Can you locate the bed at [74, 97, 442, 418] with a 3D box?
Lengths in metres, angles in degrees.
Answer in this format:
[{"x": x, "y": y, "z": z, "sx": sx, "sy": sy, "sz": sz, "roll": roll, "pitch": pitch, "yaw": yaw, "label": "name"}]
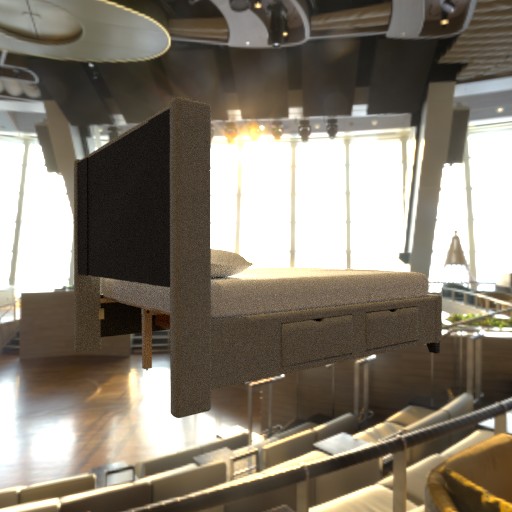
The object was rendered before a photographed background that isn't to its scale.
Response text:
[{"x": 0.000, "y": 0.000, "z": 3.395, "sx": 2.222, "sy": 1.491, "sz": 1.774, "roll": 0, "pitch": 1, "yaw": -37, "label": "bed"}]
